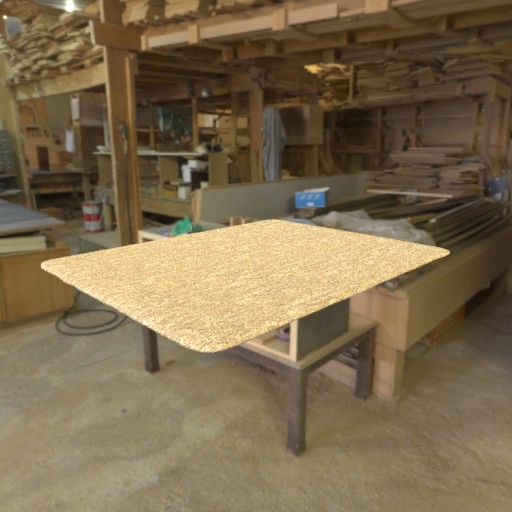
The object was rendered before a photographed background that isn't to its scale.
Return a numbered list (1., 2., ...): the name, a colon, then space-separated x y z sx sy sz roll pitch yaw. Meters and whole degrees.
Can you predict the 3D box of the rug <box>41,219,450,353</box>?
1. rug: 0.000 0.000 3.823 2.873 0.050 2.242 -14 21 -43
